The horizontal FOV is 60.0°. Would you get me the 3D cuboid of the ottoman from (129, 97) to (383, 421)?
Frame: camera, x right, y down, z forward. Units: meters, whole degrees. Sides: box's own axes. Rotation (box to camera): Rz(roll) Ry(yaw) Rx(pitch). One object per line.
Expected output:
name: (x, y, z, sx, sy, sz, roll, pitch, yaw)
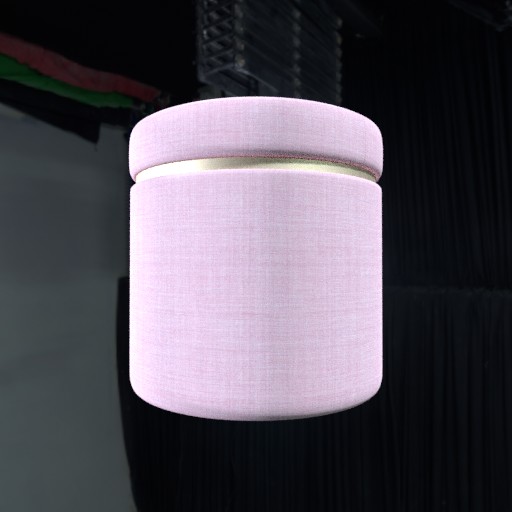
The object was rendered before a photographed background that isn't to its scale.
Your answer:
ottoman: (0.000, 0.000, 0.725, 0.400, 0.406, 0.400, 0, -1, 0)
